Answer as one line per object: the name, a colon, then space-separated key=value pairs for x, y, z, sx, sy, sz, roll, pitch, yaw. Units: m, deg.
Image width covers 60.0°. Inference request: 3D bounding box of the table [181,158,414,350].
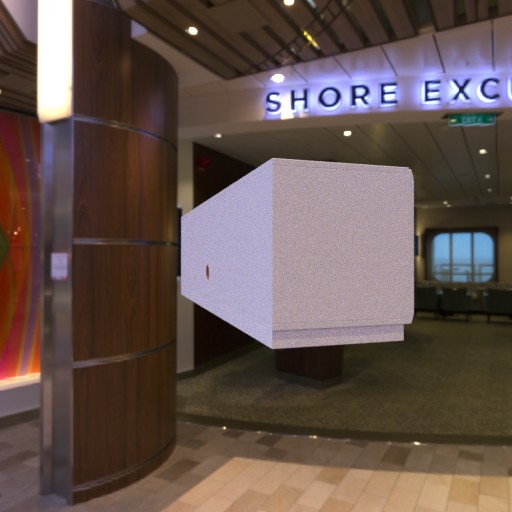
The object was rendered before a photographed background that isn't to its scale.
table: x=0.000 y=0.000 z=1.805 sx=0.400 sy=0.440 sz=1.550 roll=0 pitch=0 yaw=-17
